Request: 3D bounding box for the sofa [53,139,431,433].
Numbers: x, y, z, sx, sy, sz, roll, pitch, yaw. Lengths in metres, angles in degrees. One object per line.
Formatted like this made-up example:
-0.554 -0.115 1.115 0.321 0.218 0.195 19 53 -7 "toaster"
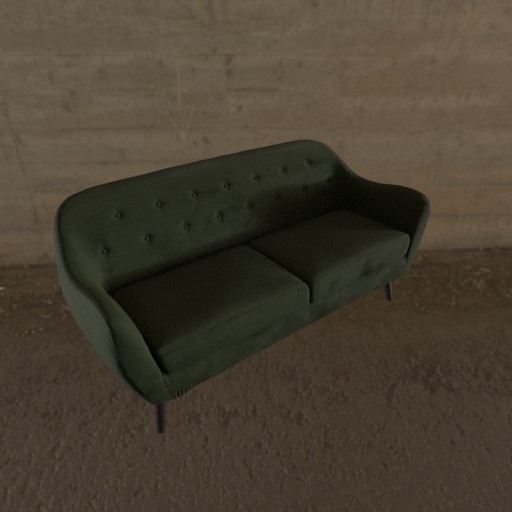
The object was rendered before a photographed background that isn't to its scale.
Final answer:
0.000 0.000 2.267 1.840 0.836 0.820 -21 36 -32 "sofa"
